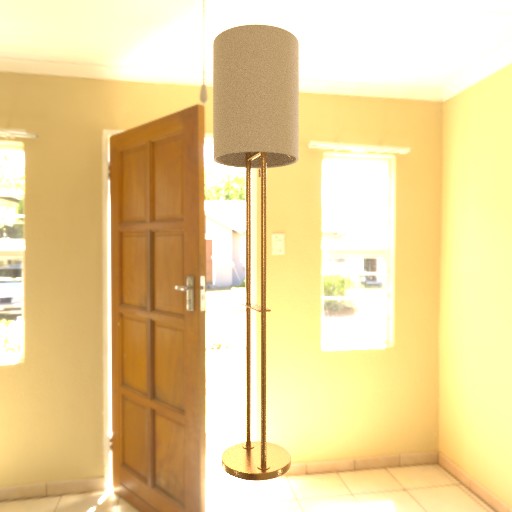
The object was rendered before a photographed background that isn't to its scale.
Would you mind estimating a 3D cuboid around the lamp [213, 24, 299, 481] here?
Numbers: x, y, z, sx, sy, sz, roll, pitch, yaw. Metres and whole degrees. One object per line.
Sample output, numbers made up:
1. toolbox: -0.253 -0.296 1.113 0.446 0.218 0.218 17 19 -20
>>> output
1. lamp: 0.000 0.000 1.593 0.305 1.500 0.306 0 1 -19
